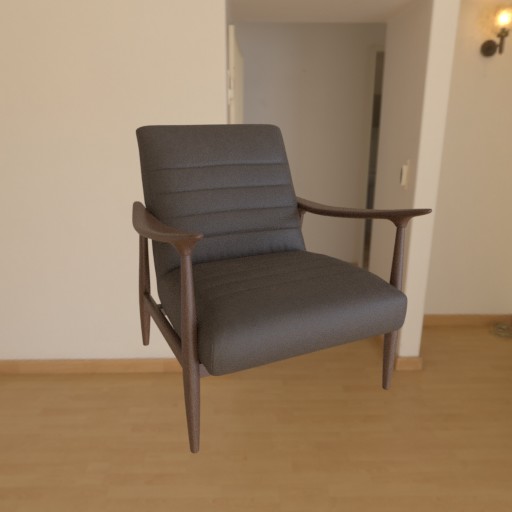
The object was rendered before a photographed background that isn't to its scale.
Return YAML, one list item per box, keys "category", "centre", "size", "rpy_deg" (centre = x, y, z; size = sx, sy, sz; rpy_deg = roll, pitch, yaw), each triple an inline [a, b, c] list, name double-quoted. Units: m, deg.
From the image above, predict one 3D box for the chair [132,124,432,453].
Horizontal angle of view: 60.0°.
- category: "chair"
  centre: [0.000, 0.000, 1.448]
  size: [0.741, 0.831, 0.798]
  rpy_deg: [-8, 18, -25]
